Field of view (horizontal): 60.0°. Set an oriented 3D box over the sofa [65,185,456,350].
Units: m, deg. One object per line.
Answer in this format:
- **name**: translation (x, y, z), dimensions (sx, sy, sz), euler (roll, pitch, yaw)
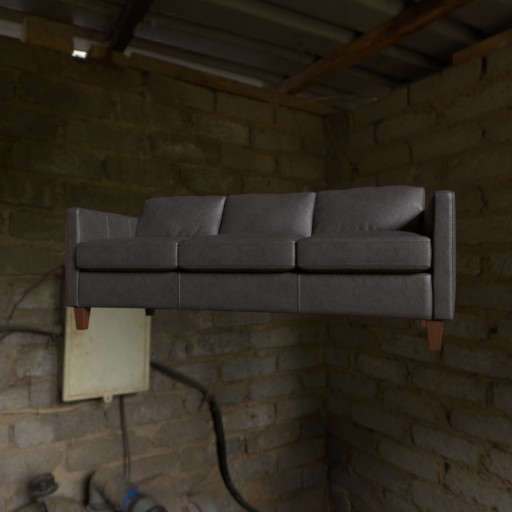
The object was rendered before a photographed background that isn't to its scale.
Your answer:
- **sofa**: translation (0.000, 0.000, 3.063), dimensions (2.464, 1.006, 1.045), euler (0, -1, 18)
